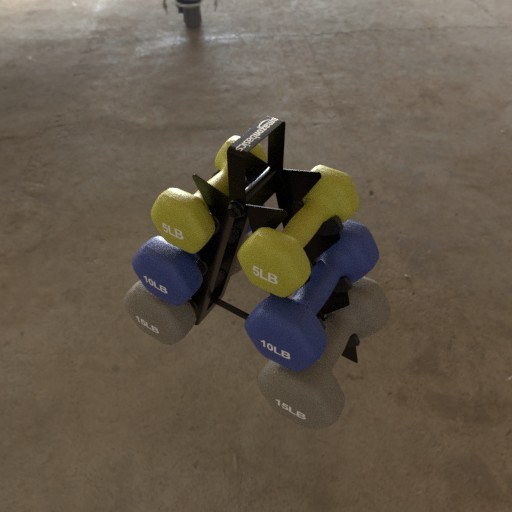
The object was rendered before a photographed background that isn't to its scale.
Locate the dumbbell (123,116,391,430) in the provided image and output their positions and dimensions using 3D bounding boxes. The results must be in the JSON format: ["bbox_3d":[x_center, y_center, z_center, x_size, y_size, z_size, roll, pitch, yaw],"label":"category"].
[{"bbox_3d":[0.000,0.000,0.684,0.416,0.426,0.261,25,51,22],"label":"dumbbell"}]
